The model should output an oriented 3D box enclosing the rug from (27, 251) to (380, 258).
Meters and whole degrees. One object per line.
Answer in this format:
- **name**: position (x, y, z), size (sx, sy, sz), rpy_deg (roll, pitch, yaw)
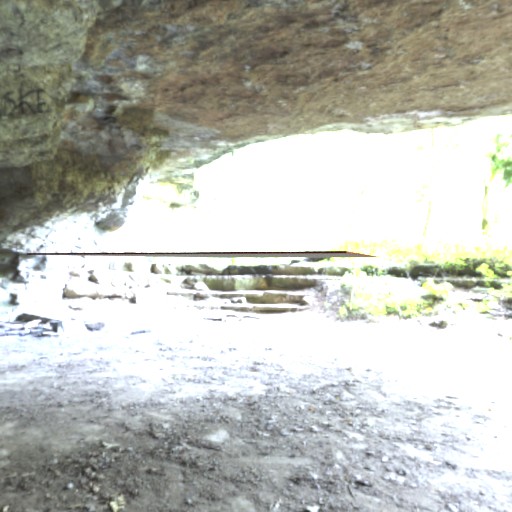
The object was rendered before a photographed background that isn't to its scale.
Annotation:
- **rug**: position (0.000, 0.000, 3.054), size (1.531, 0.010, 2.442), rpy_deg (0, -1, 18)
